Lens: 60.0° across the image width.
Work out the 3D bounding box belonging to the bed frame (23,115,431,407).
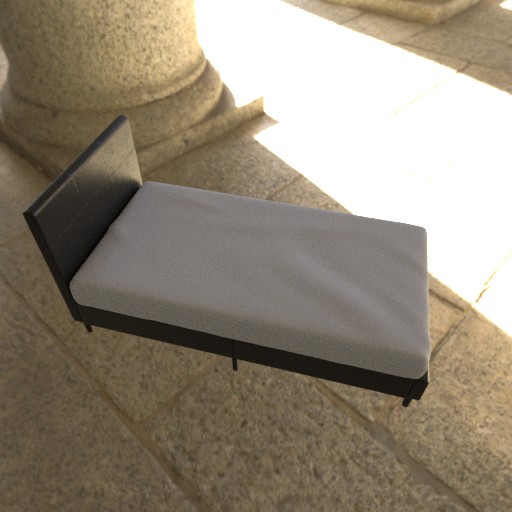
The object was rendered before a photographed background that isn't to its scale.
[{"bbox_3d":[0.000,0.000,2.537,2.152,1.046,1.038,11,46,10],"label":"bed frame"}]
